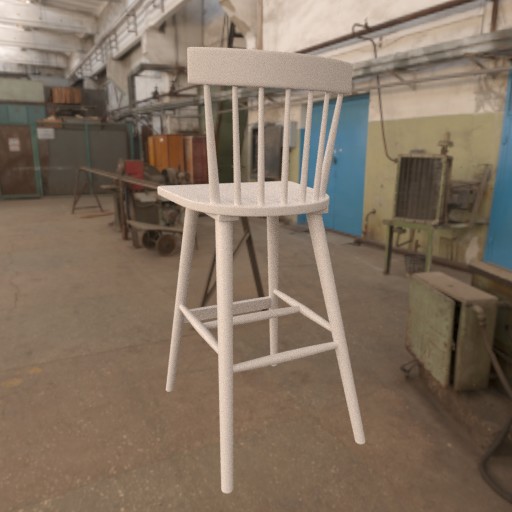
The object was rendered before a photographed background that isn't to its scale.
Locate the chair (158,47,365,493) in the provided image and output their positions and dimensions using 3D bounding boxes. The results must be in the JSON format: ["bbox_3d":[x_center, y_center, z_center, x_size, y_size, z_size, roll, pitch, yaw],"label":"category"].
[{"bbox_3d":[0.000,0.000,1.353,0.483,1.092,0.572,-7,15,-26],"label":"chair"}]
